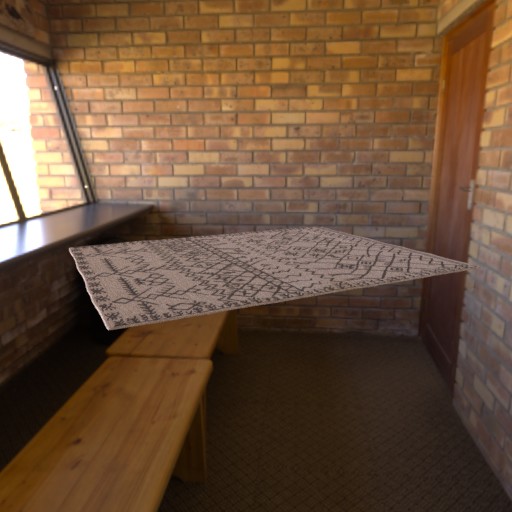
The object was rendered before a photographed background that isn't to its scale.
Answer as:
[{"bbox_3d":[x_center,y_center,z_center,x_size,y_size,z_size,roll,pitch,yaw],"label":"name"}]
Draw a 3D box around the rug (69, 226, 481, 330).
[{"bbox_3d":[0.000,0.000,3.312,2.455,0.025,1.964,-6,14,-26],"label":"rug"}]
